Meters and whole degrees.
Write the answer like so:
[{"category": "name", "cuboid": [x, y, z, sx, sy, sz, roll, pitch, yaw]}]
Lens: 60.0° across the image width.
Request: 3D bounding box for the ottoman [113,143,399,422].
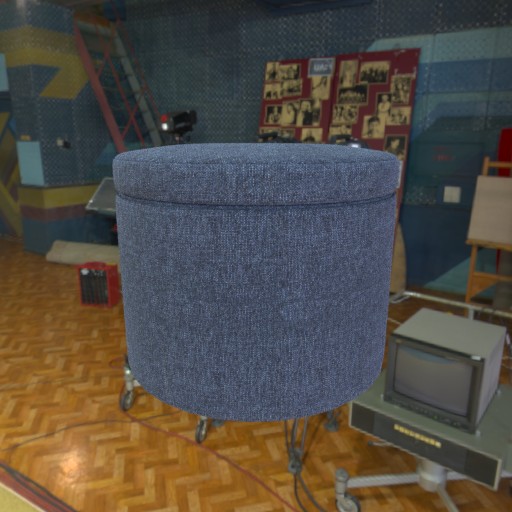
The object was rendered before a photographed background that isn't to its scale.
[{"category": "ottoman", "cuboid": [0.000, 0.000, 0.853, 0.500, 0.419, 0.500, 0, 15, 0]}]
